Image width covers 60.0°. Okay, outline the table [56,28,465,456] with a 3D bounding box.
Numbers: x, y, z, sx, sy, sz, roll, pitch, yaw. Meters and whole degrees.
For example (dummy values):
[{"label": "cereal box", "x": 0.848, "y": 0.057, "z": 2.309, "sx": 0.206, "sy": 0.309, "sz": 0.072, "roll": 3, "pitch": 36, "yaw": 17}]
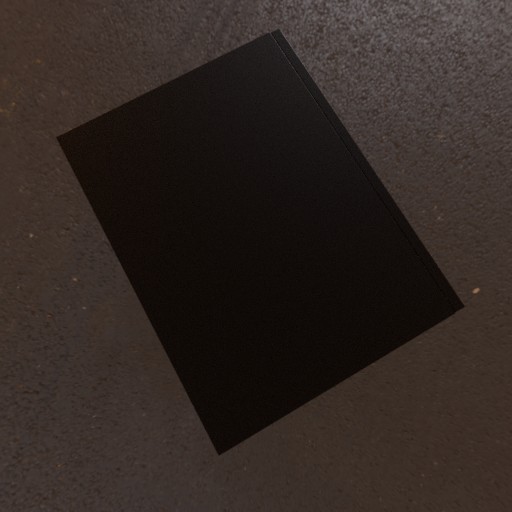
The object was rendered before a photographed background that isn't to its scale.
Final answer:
[{"label": "table", "x": 0.000, "y": 0.000, "z": 0.988, "sx": 0.441, "sy": 0.584, "sz": 0.564, "roll": -29, "pitch": 79, "yaw": -6}]
